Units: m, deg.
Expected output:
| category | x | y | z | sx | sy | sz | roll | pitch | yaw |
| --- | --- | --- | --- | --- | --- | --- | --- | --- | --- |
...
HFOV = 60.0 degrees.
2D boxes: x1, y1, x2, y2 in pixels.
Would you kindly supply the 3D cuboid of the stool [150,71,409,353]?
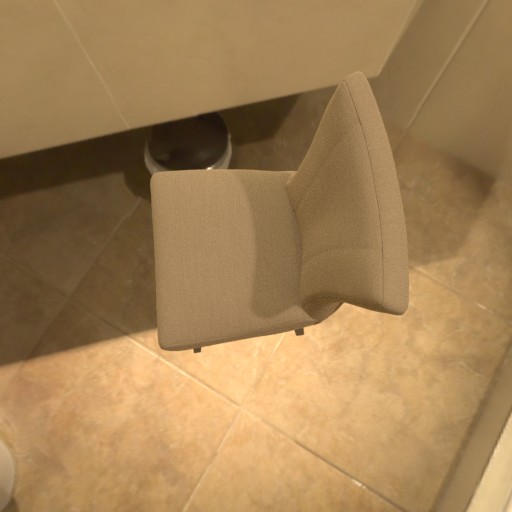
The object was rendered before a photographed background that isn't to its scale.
| category | x | y | z | sx | sy | sz | roll | pitch | yaw |
| --- | --- | --- | --- | --- | --- | --- | --- | --- | --- |
| stool | 0.000 | 0.000 | 1.326 | 0.574 | 1.000 | 0.514 | -6 | 76 | -1 |
